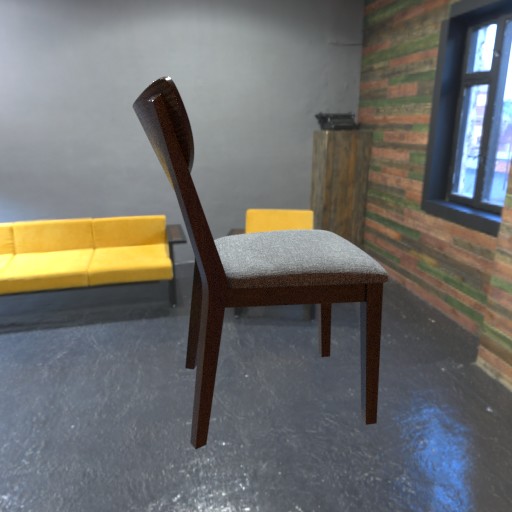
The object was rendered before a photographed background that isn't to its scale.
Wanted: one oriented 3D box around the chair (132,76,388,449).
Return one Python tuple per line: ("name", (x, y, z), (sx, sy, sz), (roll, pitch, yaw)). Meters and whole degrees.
("chair", (0.000, 0.000, 1.192), (0.583, 0.849, 0.491), (-3, 17, -10))
